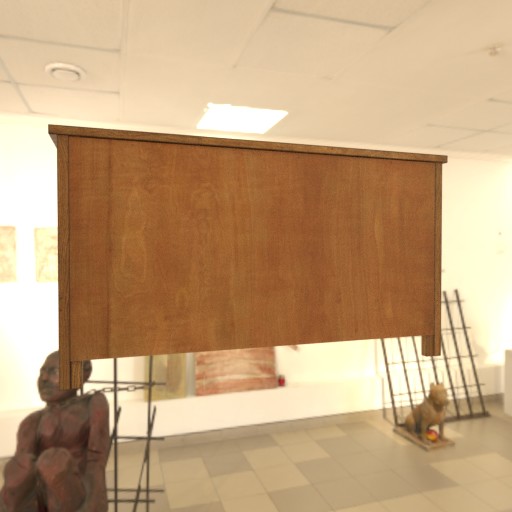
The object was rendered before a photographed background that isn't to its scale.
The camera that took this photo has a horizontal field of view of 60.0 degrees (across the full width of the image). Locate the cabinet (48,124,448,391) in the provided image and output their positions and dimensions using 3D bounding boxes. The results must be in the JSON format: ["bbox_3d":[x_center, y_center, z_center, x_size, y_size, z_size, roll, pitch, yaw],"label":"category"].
[{"bbox_3d":[0.000,0.000,1.799,1.474,0.813,0.480,0,1,-18],"label":"cabinet"}]
